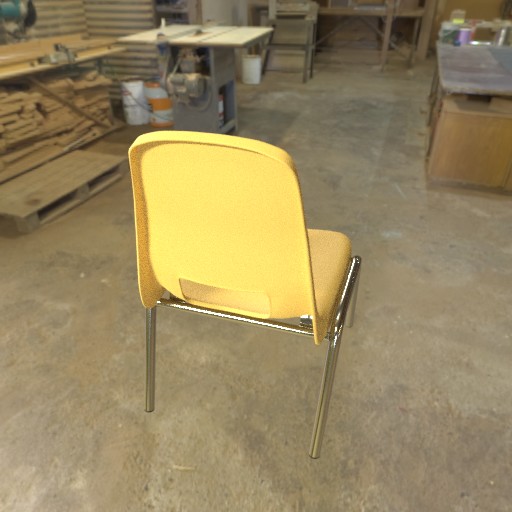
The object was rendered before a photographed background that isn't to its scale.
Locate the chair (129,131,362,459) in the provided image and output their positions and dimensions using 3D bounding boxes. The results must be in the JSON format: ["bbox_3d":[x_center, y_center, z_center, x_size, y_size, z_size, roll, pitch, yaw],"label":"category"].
[{"bbox_3d":[0.000,0.000,0.776,0.354,0.536,0.385,9,33,15],"label":"chair"}]
